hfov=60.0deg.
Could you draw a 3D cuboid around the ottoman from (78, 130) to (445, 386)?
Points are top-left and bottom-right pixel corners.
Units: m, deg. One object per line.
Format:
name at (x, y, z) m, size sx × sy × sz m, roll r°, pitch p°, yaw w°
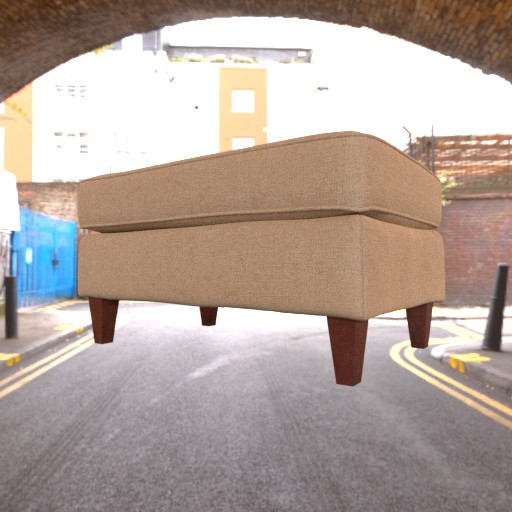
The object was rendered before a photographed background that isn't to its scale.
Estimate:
ottoman at (0.000, 0.000, 1.212) m, size 0.862 × 0.484 × 0.583 m, roll -1°, pitch -2°, yaw 36°
